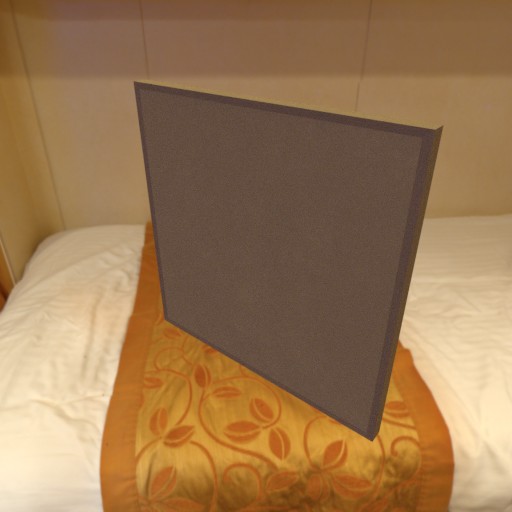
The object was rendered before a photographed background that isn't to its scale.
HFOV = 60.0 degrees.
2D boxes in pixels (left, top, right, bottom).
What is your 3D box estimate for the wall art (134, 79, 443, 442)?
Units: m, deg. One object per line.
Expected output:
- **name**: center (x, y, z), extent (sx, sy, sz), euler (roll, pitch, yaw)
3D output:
- **wall art**: center (0.000, 0.000, 1.113), extent (0.761, 0.758, 0.038), euler (22, 37, 33)
